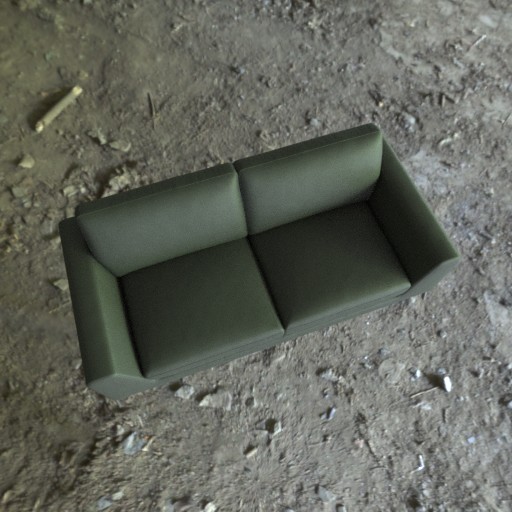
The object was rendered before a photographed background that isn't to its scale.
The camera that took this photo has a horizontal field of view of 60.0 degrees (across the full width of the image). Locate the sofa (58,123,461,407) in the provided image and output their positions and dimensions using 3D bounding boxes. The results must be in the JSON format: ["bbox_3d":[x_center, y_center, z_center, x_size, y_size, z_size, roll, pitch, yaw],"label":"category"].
[{"bbox_3d":[0.000,0.000,2.546,2.017,0.875,0.953,-18,64,-9],"label":"sofa"}]
